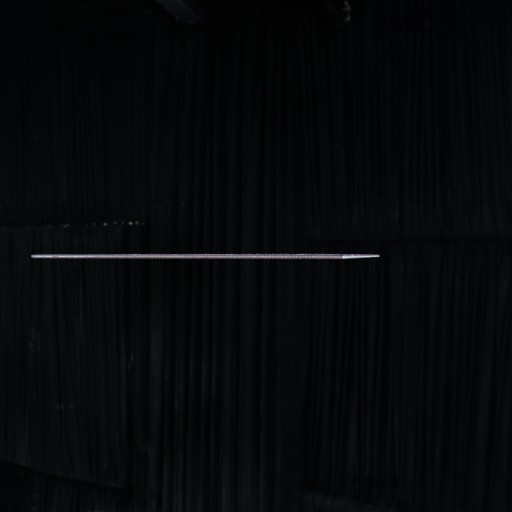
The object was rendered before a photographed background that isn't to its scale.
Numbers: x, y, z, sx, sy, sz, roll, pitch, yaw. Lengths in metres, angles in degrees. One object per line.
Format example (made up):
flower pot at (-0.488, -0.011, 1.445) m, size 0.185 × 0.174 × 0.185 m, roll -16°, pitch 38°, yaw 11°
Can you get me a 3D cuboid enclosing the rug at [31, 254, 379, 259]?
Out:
rug at (0.000, 0.000, 3.122) m, size 1.539 × 0.018 × 2.449 m, roll 0°, pitch 0°, yaw 19°
